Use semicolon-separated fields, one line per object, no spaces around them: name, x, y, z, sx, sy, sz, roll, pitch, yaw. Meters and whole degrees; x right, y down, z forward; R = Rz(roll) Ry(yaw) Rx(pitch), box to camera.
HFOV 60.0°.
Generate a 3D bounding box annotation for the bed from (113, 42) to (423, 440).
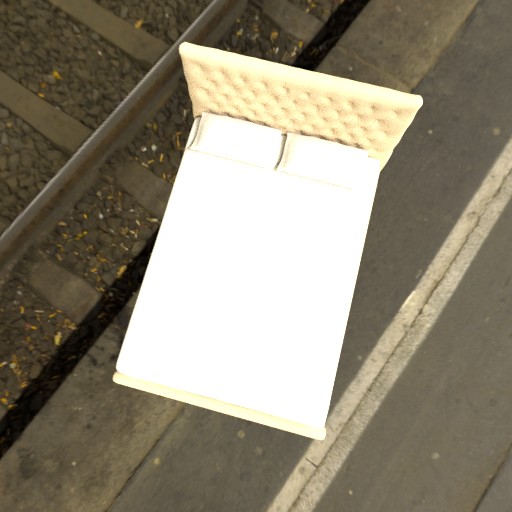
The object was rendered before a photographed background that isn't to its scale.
bed;0.000;0.000;3.392;1.698;1.427;2.387;14;76;4
